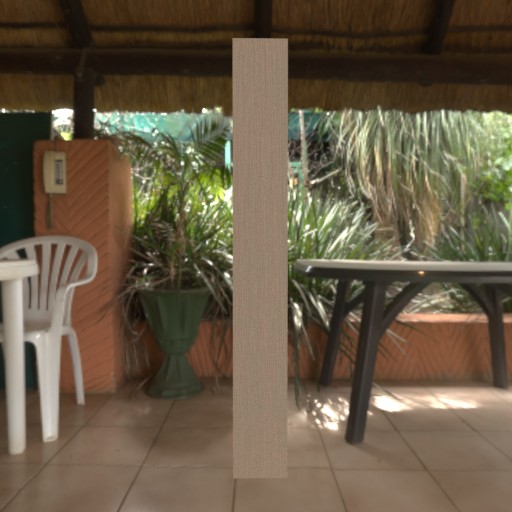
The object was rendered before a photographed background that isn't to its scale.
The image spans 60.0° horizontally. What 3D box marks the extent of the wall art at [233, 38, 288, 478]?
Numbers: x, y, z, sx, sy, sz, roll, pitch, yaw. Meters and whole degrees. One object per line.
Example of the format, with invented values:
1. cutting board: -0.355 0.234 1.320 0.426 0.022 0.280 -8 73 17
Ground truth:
1. wall art: 0.000 0.000 0.458 0.038 0.303 0.304 0 1 -1
